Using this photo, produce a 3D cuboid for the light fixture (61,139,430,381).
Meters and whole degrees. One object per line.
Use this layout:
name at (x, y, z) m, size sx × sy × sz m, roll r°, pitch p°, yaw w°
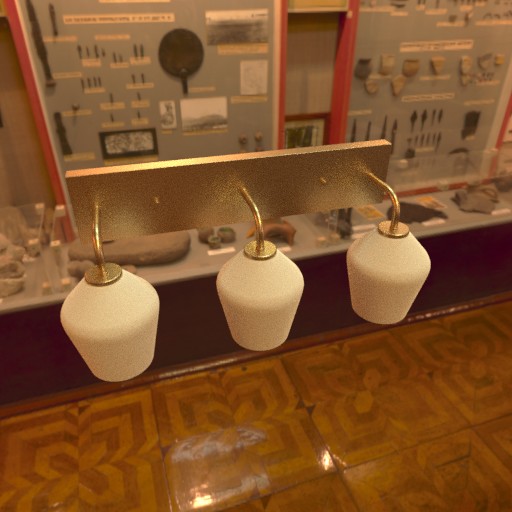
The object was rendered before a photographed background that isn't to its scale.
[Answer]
light fixture at (0.000, 0.000, 0.722) m, size 0.609 × 0.280 × 0.190 m, roll -9°, pitch 33°, yaw -14°
